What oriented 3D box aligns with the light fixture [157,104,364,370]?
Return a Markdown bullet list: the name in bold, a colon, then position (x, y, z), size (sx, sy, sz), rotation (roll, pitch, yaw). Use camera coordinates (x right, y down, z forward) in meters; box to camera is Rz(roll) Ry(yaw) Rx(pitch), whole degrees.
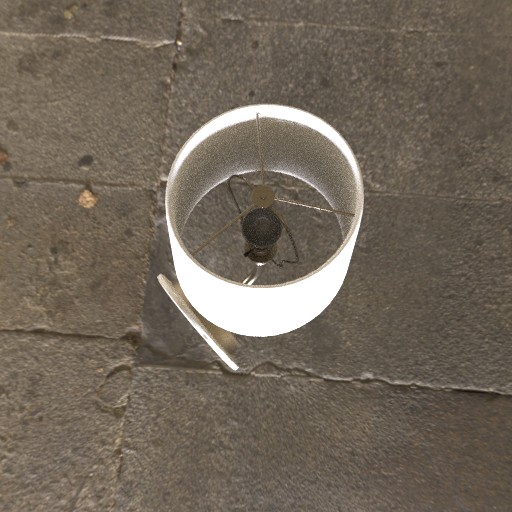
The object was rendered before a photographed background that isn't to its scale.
- **light fixture**: position (0.000, 0.000, 0.447), size (0.188, 0.337, 0.168), rotation (-40, 81, -8)
